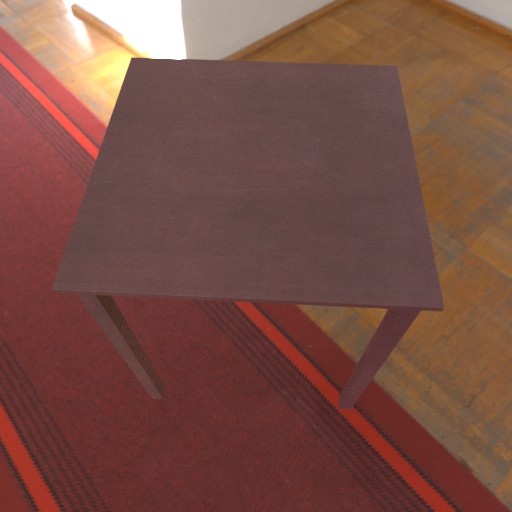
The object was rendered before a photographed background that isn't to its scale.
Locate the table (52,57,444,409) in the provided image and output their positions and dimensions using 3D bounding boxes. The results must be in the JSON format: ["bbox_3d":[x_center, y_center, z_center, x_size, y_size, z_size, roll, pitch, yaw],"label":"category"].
[{"bbox_3d":[0.000,0.000,1.618,0.861,0.991,0.861,3,57,2],"label":"table"}]
